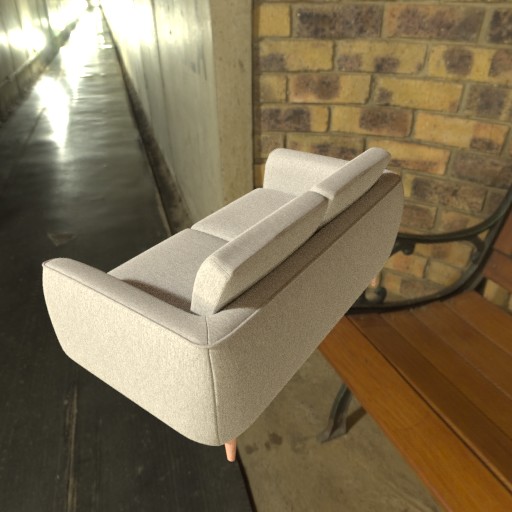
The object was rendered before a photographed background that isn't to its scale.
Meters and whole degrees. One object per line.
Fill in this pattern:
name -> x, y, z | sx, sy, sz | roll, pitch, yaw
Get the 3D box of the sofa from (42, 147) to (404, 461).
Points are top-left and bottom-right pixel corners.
sofa -> 0.000, 0.000, 2.142 | 0.920, 0.850, 1.700 | 20, 37, 29
